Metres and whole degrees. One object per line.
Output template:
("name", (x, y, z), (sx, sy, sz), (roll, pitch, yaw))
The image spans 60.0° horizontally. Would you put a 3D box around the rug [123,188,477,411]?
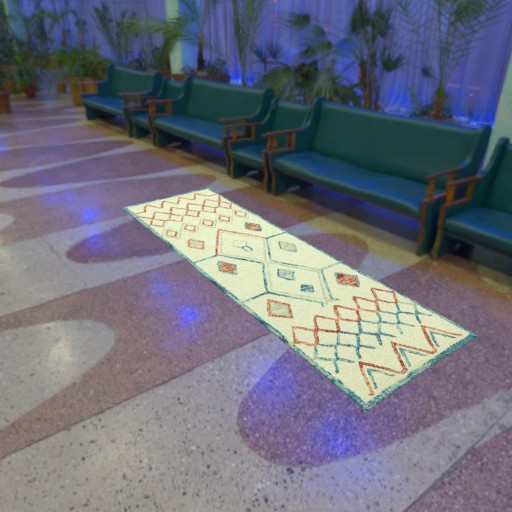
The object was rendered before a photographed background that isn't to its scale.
("rug", (0.000, 0.000, 2.707), (0.750, 0.011, 2.435), (-19, 34, -31))
